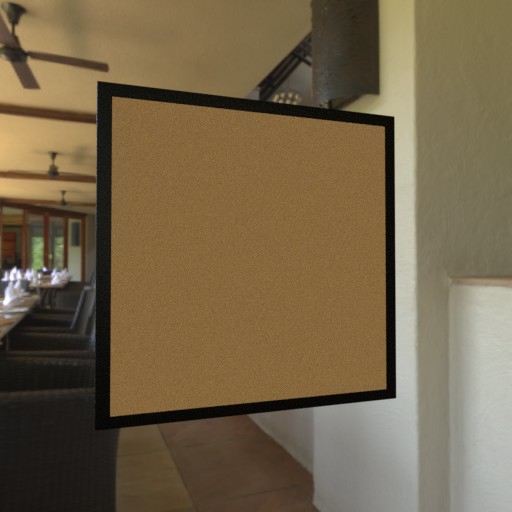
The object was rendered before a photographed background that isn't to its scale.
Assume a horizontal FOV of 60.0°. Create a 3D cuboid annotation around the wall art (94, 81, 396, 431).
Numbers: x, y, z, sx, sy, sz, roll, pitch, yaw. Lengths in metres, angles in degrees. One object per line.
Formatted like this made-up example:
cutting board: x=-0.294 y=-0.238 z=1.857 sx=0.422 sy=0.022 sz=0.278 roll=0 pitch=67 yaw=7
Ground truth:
wall art: x=0.000 y=0.000 z=0.442 sx=0.299 sy=0.299 sz=0.037 roll=0 pitch=-1 yaw=-18
